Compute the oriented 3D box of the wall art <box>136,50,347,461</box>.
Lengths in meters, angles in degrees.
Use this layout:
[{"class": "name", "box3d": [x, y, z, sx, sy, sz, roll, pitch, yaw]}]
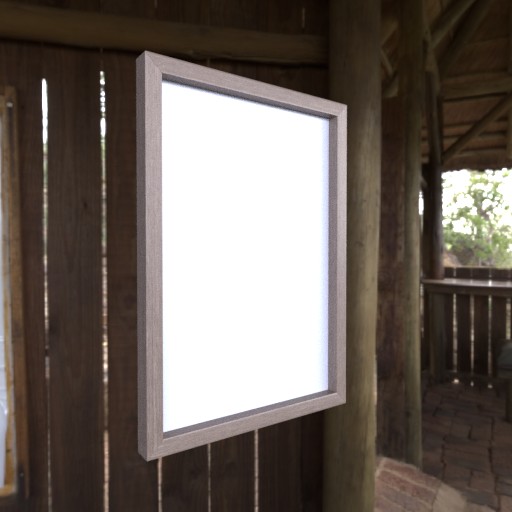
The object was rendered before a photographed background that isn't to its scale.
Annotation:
[{"class": "wall art", "box3d": [0.000, 0.000, 0.667, 0.358, 0.510, 0.032, -1, 1, -36]}]
